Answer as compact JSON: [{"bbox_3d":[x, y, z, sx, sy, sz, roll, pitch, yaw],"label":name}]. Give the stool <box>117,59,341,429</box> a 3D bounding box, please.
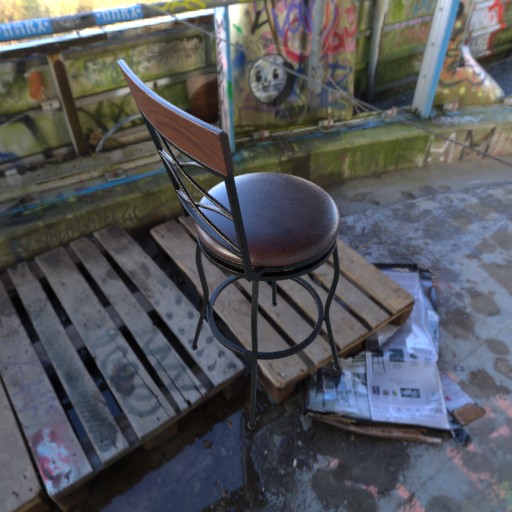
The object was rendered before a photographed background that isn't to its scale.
[{"bbox_3d":[0.000,0.000,1.364,0.513,1.130,0.448,-25,48,-25],"label":"stool"}]
